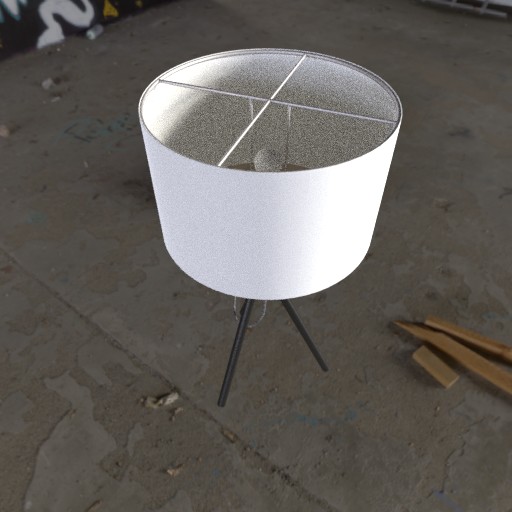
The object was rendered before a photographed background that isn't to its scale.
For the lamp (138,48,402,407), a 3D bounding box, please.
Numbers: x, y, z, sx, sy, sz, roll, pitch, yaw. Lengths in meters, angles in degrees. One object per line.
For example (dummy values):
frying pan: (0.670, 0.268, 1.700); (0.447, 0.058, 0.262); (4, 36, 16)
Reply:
lamp: (0.000, 0.000, 0.866); (0.353, 0.674, 0.422); (-24, 50, -22)
